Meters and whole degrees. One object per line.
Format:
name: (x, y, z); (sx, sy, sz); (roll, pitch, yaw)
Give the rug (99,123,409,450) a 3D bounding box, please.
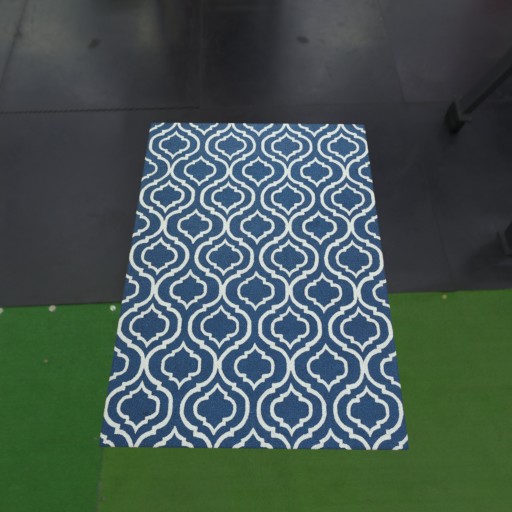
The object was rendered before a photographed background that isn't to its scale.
rug: (0.000, 0.000, 2.671); (1.524, 0.010, 2.134); (1, 62, 0)
